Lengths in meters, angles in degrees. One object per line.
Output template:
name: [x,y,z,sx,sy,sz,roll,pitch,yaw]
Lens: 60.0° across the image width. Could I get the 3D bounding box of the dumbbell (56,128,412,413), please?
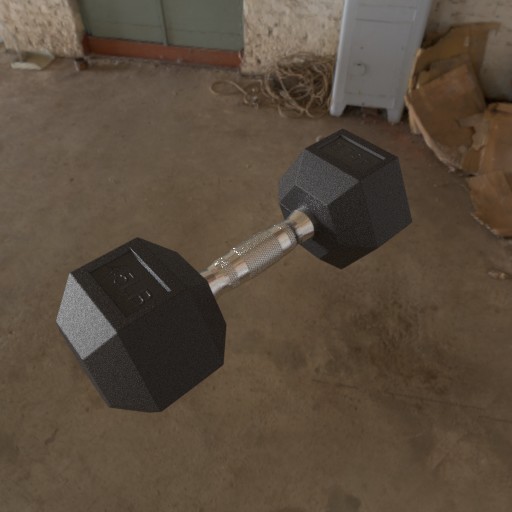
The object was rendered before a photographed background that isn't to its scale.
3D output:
dumbbell: [0.000,0.000,0.424,0.356,0.123,0.141,-33,55,-27]
